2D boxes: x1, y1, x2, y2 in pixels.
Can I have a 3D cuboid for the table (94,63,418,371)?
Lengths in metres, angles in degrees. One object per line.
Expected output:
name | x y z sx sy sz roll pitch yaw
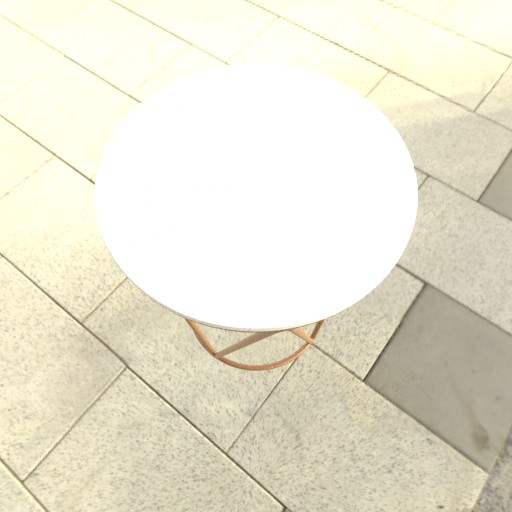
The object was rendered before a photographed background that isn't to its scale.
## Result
table | 0.000 0.000 0.944 0.500 0.564 0.500 0 63 0
